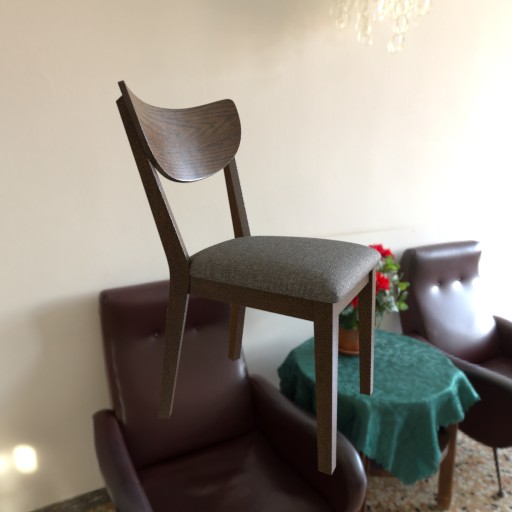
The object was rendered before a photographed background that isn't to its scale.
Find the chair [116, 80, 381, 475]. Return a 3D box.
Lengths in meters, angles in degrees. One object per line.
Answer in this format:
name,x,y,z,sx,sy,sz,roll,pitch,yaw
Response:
chair,0.000,0.000,1.179,0.583,0.849,0.491,7,16,27
